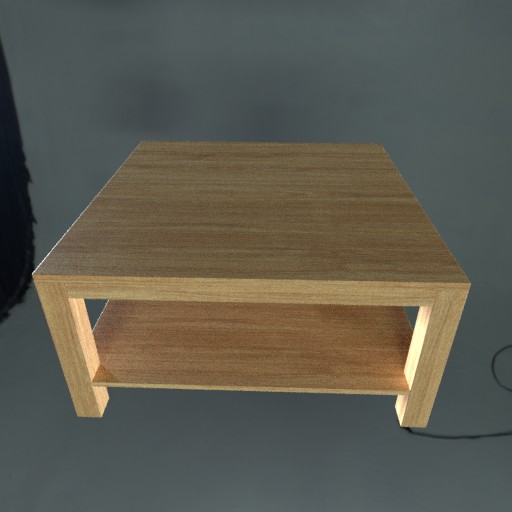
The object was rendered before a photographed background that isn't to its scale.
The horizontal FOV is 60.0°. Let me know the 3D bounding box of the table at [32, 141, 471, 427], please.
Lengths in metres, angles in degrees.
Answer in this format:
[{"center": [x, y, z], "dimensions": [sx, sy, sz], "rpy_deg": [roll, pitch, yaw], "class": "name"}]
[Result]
[{"center": [0.000, 0.000, 1.407], "dimensions": [0.900, 0.450, 0.900], "rpy_deg": [1, 32, 2], "class": "table"}]
